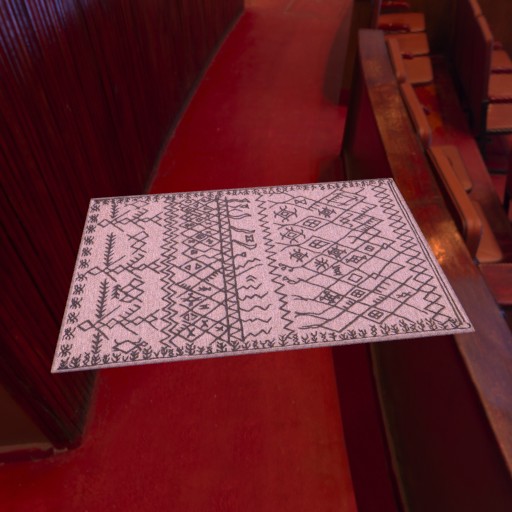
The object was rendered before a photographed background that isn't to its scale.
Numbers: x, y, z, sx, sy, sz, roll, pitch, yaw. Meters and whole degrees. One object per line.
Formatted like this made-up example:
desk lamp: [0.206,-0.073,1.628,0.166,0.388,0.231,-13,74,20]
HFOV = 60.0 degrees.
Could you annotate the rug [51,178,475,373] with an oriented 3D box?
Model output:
rug: [0.000,0.000,3.059,2.444,0.012,1.526,-5,46,-4]
